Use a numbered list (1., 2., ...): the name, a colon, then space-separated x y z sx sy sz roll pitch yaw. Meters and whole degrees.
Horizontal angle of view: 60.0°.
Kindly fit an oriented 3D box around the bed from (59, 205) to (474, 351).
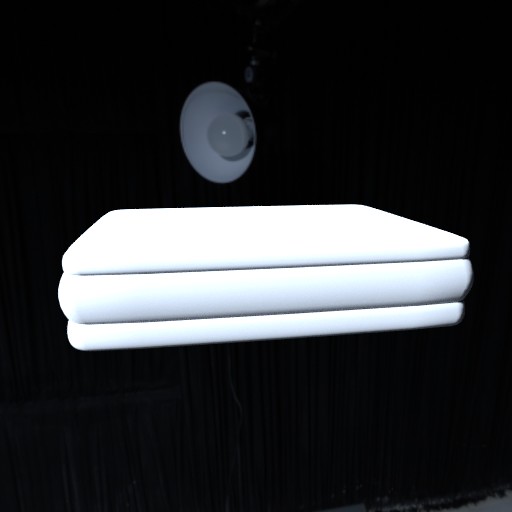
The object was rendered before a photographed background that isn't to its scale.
1. bed: 0.000 0.000 2.714 2.036 0.460 1.520 -2 14 -9
